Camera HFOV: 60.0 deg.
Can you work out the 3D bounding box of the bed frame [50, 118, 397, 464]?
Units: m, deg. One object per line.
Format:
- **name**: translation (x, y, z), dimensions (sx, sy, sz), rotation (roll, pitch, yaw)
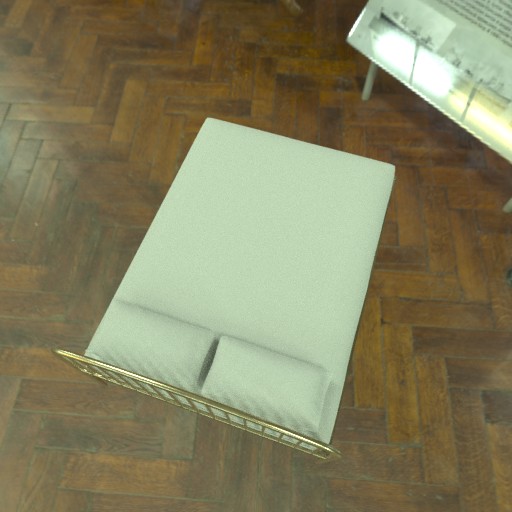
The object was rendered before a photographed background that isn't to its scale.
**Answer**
- **bed frame**: translation (0.000, 0.000, 3.023), dimensions (1.612, 1.175, 2.152), rotation (17, 64, 8)
